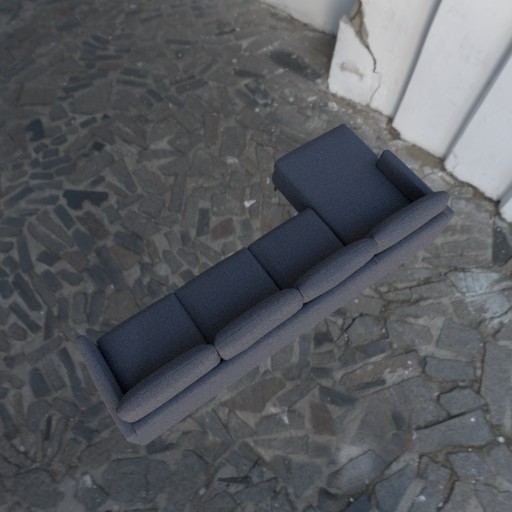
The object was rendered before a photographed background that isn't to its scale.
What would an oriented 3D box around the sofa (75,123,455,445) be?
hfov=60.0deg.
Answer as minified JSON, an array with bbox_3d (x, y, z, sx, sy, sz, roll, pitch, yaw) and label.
[{"bbox_3d":[0.000,0.000,2.927,2.445,0.673,1.125,-32,68,-15],"label":"sofa"}]
